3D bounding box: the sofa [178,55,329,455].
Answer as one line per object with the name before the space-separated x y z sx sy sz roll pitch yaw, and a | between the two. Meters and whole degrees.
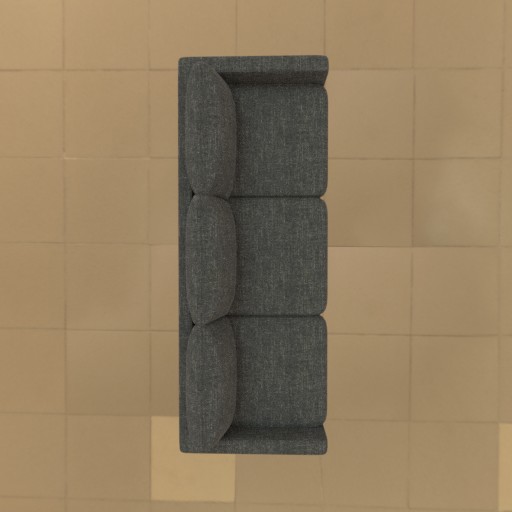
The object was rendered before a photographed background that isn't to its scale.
sofa | 0.000 0.000 2.677 0.859 0.874 2.218 0 91 2
